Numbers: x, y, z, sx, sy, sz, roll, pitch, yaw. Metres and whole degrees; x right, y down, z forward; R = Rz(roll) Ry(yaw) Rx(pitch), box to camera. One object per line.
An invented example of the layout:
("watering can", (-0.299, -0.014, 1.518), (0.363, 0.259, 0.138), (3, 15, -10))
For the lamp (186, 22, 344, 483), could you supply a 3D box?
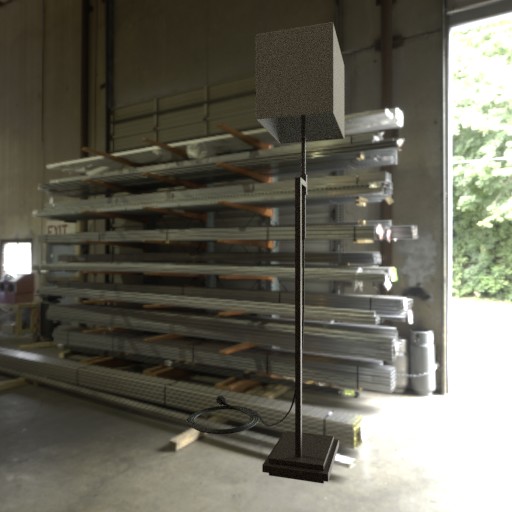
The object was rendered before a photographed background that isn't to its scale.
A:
("lamp", (0.000, 0.000, 1.964), (0.774, 1.600, 0.698), (0, -1, 17))
